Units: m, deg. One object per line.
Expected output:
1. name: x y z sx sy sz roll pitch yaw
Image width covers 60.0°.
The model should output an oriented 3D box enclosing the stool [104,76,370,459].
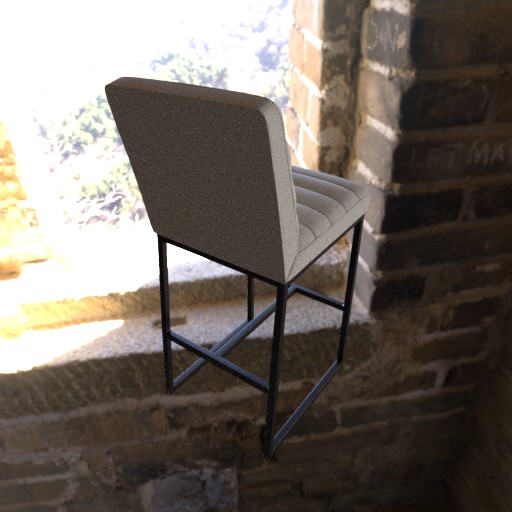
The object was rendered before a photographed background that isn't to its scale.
1. stool: 0.000 0.000 1.330 0.460 1.040 0.560 20 36 31
